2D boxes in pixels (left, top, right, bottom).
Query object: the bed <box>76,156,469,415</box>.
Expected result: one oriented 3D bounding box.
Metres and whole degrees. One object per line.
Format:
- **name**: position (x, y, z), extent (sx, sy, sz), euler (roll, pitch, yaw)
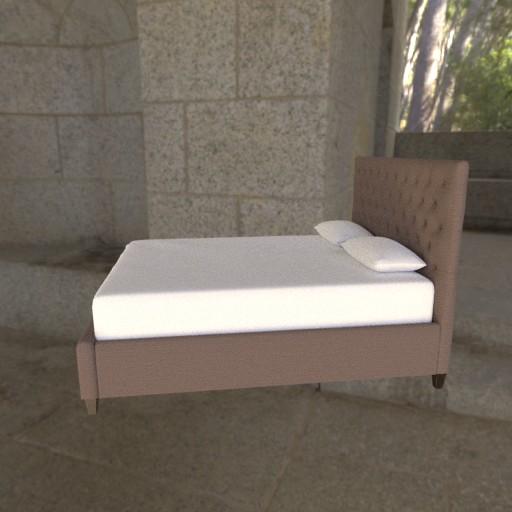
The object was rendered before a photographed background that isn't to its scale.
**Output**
- **bed**: position (0.000, 0.000, 3.305), extent (2.233, 1.426, 1.696), euler (-2, 14, -8)
